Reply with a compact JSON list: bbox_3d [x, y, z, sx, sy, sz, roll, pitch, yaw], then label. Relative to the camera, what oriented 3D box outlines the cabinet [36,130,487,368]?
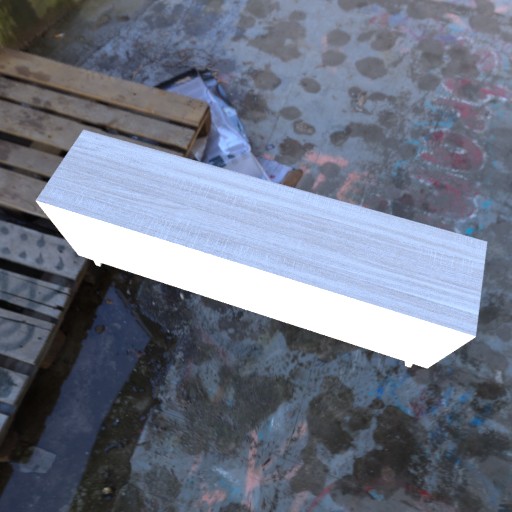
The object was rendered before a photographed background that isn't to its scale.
[{"bbox_3d":[0.000,0.000,2.550,2.200,0.780,0.500,17,65,8],"label":"cabinet"}]
